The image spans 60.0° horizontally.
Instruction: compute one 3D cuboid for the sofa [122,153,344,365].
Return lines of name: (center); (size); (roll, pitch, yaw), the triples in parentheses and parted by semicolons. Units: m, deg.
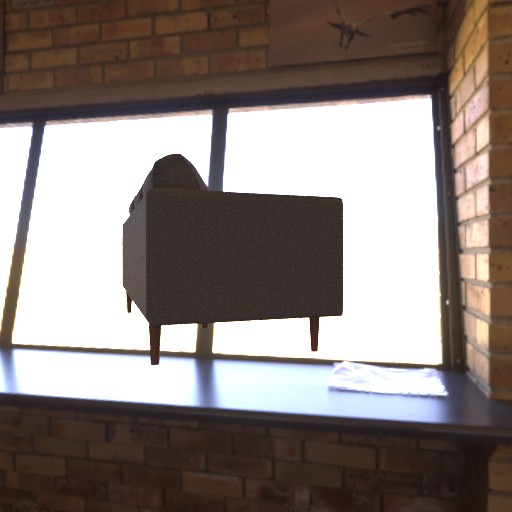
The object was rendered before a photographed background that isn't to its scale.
sofa: (0.000, 0.000, 2.896); (1.591, 0.897, 2.031); (0, 0, -19)
